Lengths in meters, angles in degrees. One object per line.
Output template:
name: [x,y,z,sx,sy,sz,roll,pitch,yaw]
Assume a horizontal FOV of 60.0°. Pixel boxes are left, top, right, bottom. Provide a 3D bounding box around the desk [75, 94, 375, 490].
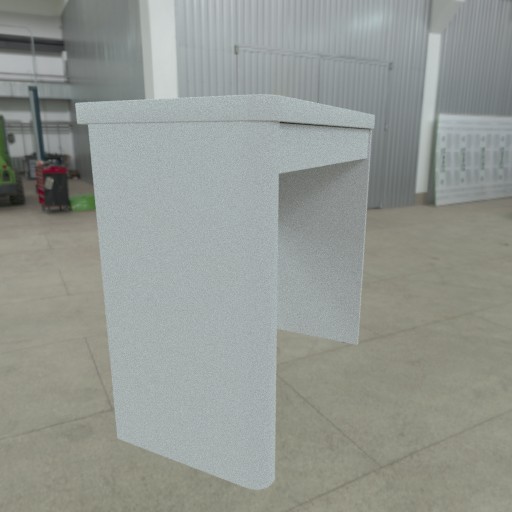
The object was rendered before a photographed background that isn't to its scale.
desk: [0.000,0.000,1.219,0.446,0.760,0.790,7,17,25]
